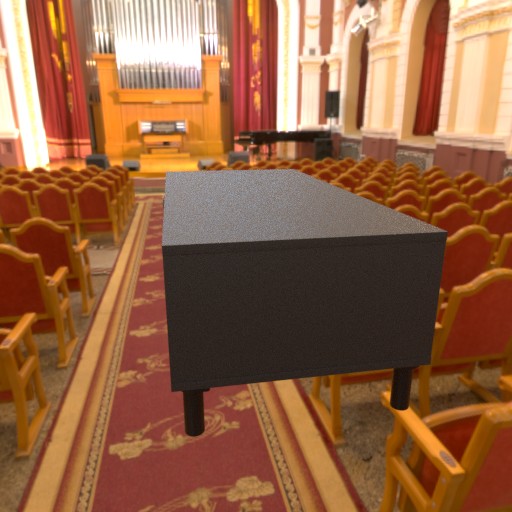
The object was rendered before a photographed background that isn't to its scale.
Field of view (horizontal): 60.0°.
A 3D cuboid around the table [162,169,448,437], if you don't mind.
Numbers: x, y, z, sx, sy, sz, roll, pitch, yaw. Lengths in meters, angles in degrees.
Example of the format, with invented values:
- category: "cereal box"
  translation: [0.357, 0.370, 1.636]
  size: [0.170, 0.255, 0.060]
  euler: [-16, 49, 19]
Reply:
- category: "table"
  translation: [0.000, 0.000, 1.358]
  size: [0.550, 0.400, 1.100]
  euler: [-3, 17, -10]
